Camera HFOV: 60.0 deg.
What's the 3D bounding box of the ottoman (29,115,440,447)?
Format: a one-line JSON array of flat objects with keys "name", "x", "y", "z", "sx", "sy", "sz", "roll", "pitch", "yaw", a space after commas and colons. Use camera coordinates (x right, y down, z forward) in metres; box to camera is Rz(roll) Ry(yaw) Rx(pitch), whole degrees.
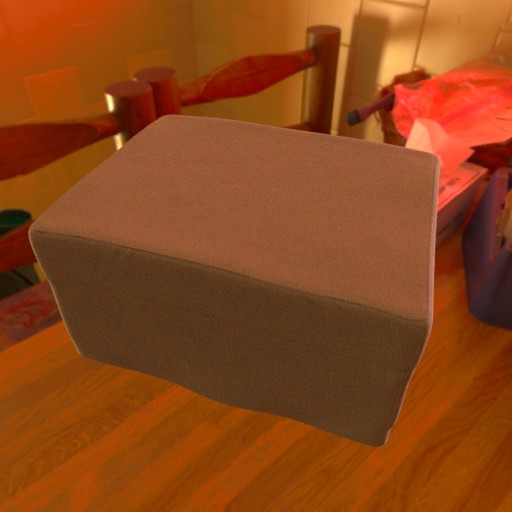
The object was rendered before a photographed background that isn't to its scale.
[{"name": "ottoman", "x": 0.000, "y": 0.000, "z": 1.185, "sx": 0.833, "sy": 0.461, "sz": 0.648, "roll": 12, "pitch": 42, "yaw": 14}]
